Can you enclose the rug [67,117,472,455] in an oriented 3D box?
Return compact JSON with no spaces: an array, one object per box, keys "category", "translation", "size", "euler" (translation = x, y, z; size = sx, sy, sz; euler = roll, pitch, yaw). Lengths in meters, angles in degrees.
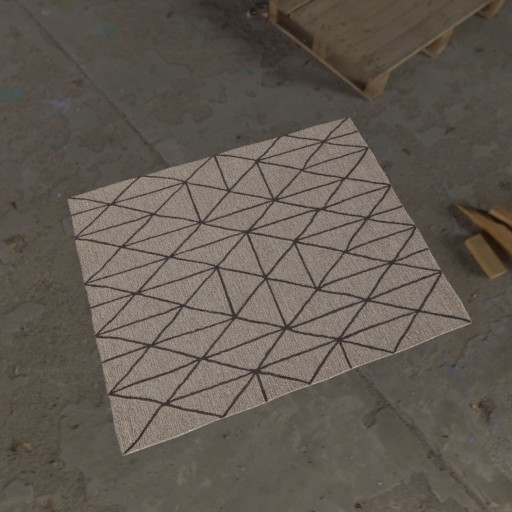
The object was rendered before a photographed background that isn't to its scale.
[{"category":"rug","translation":[0.000,0.000,4.054],"size":[3.061,0.022,2.468],"euler":[-18,66,-9]}]
